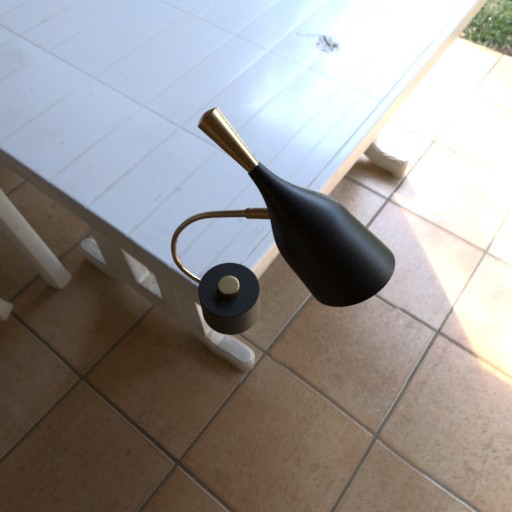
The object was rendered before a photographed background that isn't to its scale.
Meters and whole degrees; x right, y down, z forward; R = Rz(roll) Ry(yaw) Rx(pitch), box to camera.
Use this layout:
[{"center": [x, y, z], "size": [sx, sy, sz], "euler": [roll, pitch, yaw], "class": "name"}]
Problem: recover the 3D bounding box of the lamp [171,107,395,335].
[{"center": [0.000, 0.000, 0.628], "size": [0.352, 0.464, 0.110], "euler": [28, 62, 16], "class": "lamp"}]
